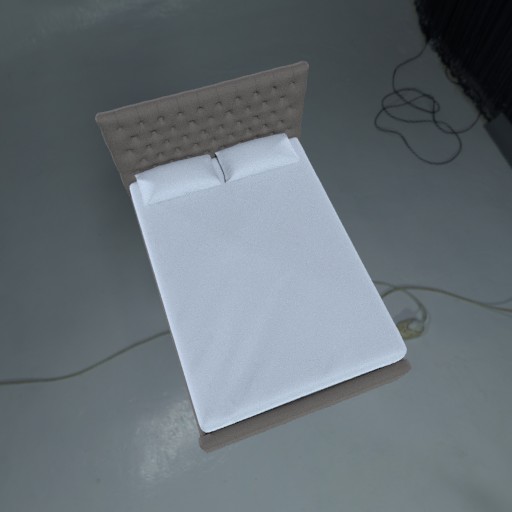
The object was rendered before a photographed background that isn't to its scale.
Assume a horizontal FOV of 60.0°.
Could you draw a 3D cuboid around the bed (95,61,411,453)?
[{"bbox_3d":[0.000,0.000,3.508,1.698,1.427,2.387,-18,65,-9],"label":"bed"}]
